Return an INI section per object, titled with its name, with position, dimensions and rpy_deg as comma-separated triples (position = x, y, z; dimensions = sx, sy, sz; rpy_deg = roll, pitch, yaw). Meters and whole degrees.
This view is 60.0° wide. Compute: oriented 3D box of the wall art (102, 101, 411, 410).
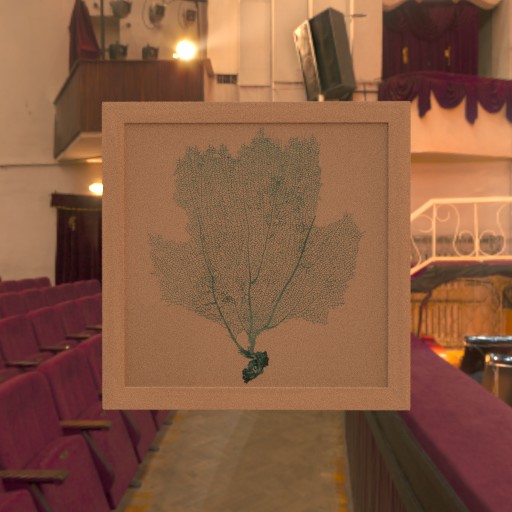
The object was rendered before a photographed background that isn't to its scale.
[wall art]
position = 0.000, 0.000, 0.846
dimensions = 0.584, 0.584, 0.013
rpy_deg = 0, 0, 0
